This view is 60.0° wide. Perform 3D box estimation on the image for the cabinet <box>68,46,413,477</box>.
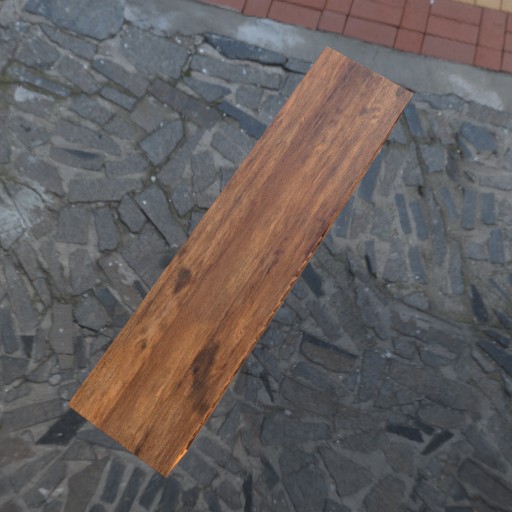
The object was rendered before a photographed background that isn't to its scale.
[{"bbox_3d":[0.000,0.000,1.657,0.349,0.528,1.448,32,78,8],"label":"cabinet"}]
